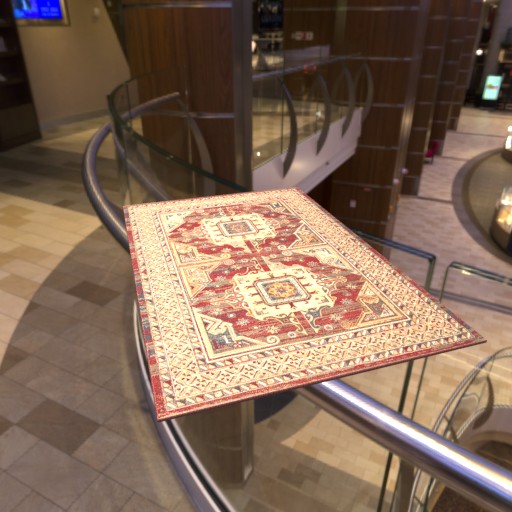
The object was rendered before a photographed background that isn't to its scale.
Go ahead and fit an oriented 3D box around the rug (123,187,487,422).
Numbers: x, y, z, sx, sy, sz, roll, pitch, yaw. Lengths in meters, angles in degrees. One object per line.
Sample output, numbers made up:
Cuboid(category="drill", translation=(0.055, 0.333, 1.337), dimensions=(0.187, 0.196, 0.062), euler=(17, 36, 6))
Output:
Cuboid(category="rug", translation=(0.000, 0.000, 5.637), dimensions=(3.033, 0.033, 4.578), euler=(-9, 29, -16))
